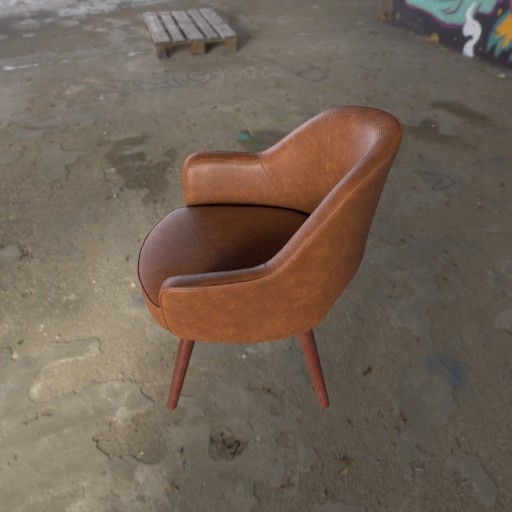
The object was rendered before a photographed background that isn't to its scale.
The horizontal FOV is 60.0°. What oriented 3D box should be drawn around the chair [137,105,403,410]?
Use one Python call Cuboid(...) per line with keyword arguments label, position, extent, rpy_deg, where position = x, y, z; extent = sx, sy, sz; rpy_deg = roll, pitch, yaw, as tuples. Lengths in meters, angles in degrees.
Cuboid(label="chair", position=(0.000, 0.000, 1.226), extent=(0.640, 0.777, 0.591), rpy_deg=(-1, 41, -1))
